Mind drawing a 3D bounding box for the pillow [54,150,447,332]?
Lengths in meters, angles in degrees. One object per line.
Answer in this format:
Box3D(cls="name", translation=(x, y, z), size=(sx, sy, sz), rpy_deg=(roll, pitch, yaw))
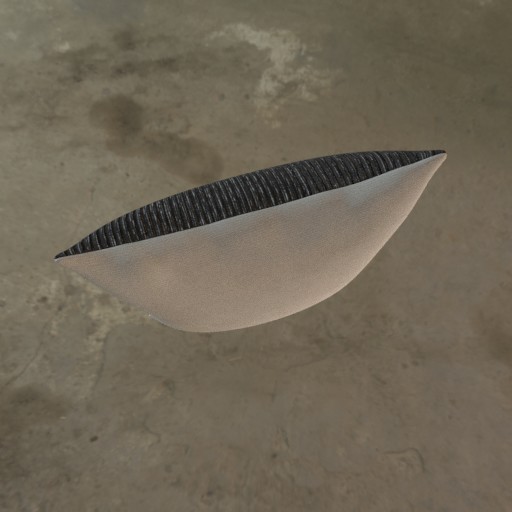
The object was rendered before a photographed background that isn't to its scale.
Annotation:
Box3D(cls="pillow", translation=(0.000, 0.000, 0.672), size=(0.433, 0.434, 0.196), rpy_deg=(-16, 75, -4))
